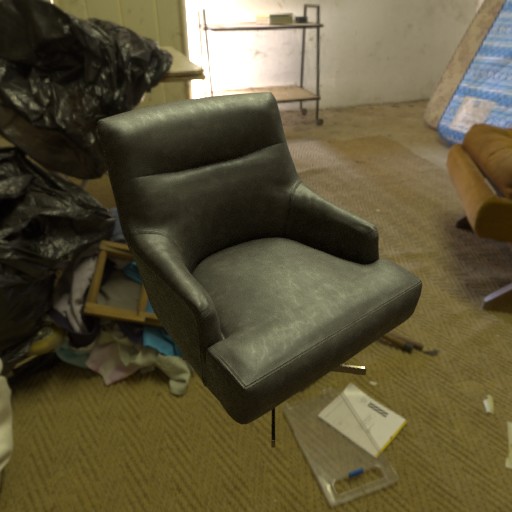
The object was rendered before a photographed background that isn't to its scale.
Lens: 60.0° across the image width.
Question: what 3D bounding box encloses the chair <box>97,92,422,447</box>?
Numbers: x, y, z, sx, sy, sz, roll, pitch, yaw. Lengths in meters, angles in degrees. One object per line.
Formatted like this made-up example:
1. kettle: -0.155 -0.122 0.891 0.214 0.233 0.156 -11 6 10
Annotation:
1. chair: 0.000 0.000 1.482 0.738 0.870 0.874 -22 38 -32
